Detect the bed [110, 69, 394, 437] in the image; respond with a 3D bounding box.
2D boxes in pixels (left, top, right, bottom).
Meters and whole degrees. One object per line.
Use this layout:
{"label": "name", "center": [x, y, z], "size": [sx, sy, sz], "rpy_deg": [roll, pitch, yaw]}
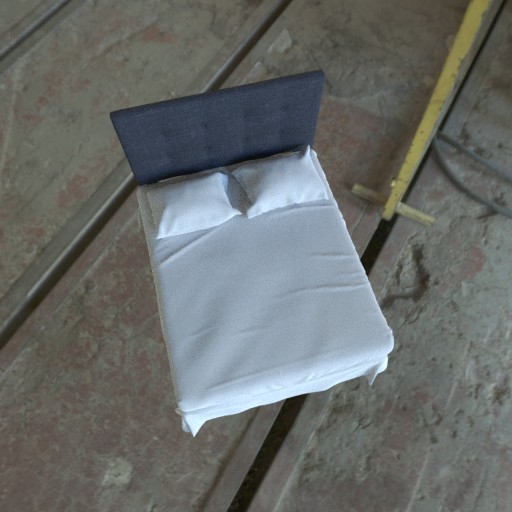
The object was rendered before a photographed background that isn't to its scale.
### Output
{"label": "bed", "center": [0.000, 0.000, 3.544], "size": [1.936, 1.577, 2.222], "rpy_deg": [-14, 65, -7]}
